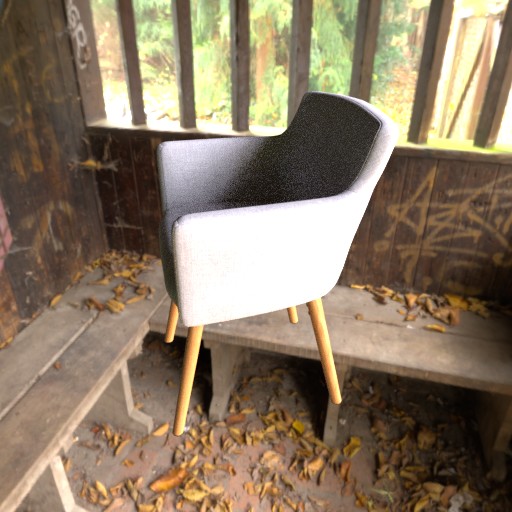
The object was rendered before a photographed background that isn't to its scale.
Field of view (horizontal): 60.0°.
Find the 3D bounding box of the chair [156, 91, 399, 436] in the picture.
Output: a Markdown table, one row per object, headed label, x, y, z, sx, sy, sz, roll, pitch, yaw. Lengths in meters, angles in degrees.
| label | x | y | z | sx | sy | sz | roll | pitch | yaw |
| --- | --- | --- | --- | --- | --- | --- | --- | --- | --- |
| chair | 0.000 | 0.000 | 1.180 | 0.540 | 0.780 | 0.570 | -7 | 30 | -12 |
